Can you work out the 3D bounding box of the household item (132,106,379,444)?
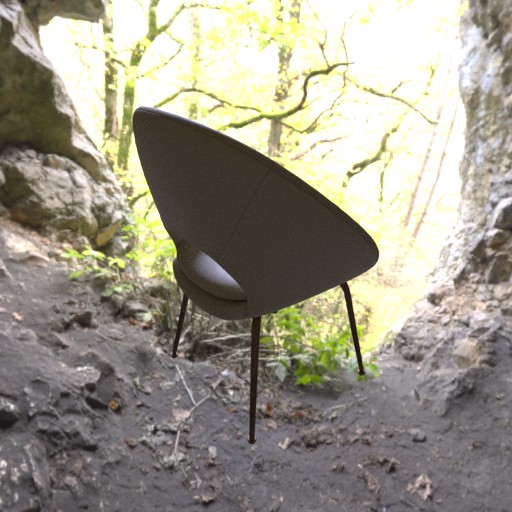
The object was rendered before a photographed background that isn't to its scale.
[{"bbox_3d":[0.000,0.000,1.267,0.573,0.852,0.623,-19,32,-33],"label":"household item"}]
